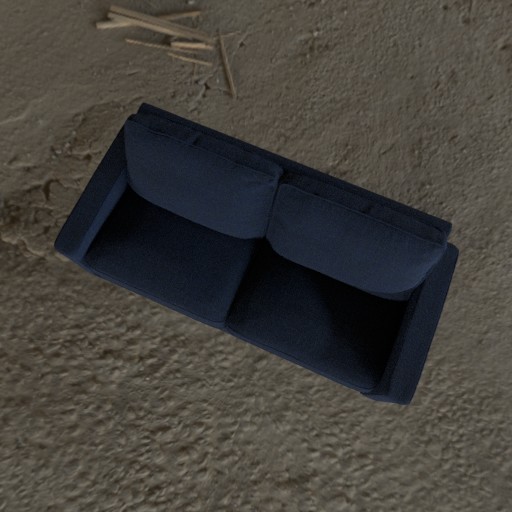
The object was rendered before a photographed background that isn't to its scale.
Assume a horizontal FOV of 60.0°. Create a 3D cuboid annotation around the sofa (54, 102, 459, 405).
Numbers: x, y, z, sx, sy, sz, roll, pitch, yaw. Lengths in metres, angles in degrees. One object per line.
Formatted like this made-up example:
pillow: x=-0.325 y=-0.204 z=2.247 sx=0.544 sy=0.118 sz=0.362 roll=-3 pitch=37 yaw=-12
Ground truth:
sofa: x=0.000 y=0.000 z=2.556 sx=2.080 sy=0.919 sz=0.940 roll=23 pitch=76 yaw=6
